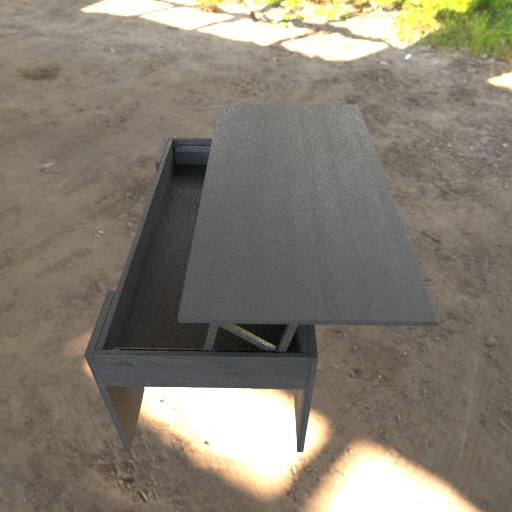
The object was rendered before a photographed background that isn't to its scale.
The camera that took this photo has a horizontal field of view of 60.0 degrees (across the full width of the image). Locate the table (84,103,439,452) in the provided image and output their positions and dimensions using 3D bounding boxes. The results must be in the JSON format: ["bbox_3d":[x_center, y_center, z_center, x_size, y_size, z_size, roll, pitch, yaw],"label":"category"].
[{"bbox_3d":[0.000,0.000,1.404,0.711,0.570,1.000,1,42,1],"label":"table"}]
